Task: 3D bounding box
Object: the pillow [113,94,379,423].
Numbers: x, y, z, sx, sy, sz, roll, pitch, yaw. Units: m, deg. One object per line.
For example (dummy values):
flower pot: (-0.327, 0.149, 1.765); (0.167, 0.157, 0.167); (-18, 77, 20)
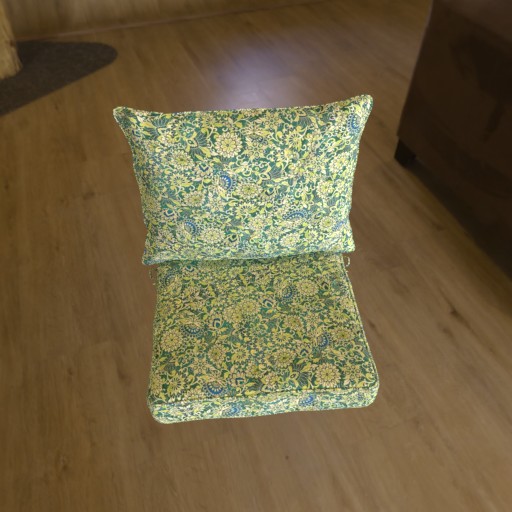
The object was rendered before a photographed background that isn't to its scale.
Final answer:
pillow: (0.000, 0.000, 1.358); (0.798, 0.722, 0.740); (-4, 47, -3)
